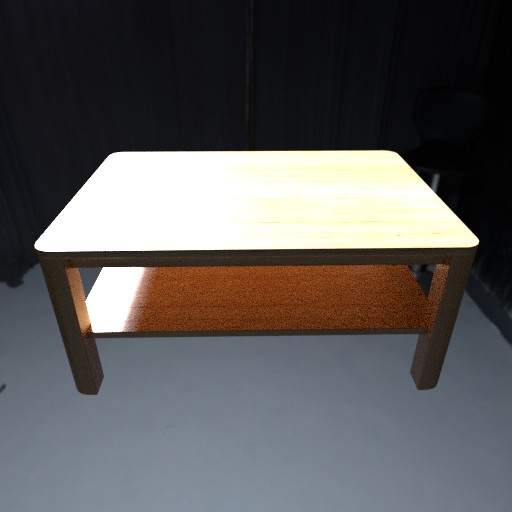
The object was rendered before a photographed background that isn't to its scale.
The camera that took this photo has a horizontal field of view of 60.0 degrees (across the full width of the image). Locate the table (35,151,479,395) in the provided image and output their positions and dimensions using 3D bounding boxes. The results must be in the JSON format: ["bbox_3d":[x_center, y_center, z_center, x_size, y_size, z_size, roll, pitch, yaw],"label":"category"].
[{"bbox_3d":[0.000,0.000,1.376,0.997,0.445,0.696,-1,31,-1],"label":"table"}]
